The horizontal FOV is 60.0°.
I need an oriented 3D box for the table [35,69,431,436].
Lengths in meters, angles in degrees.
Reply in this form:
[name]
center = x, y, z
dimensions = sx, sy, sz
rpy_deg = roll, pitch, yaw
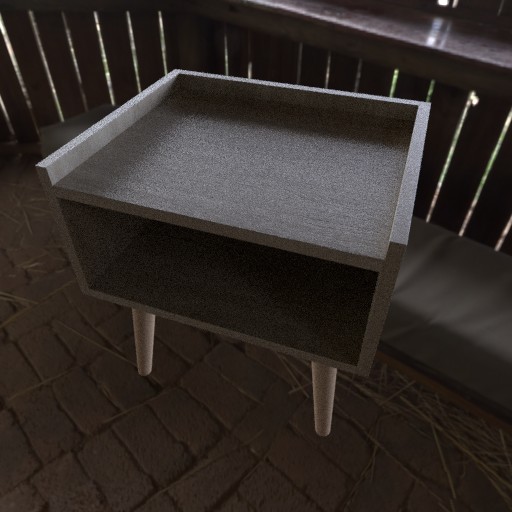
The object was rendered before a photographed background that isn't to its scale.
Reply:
[table]
center = 0.000, 0.000, 0.779
dimensions = 0.450, 0.470, 0.370
rpy_deg = 14, 43, 15
